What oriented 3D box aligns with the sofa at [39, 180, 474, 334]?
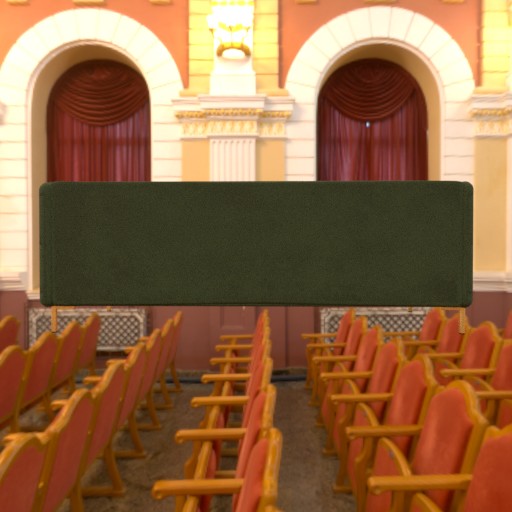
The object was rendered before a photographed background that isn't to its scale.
[{"bbox_3d":[0.000,0.000,2.634,2.209,0.771,0.895,0,1,1],"label":"sofa"}]
